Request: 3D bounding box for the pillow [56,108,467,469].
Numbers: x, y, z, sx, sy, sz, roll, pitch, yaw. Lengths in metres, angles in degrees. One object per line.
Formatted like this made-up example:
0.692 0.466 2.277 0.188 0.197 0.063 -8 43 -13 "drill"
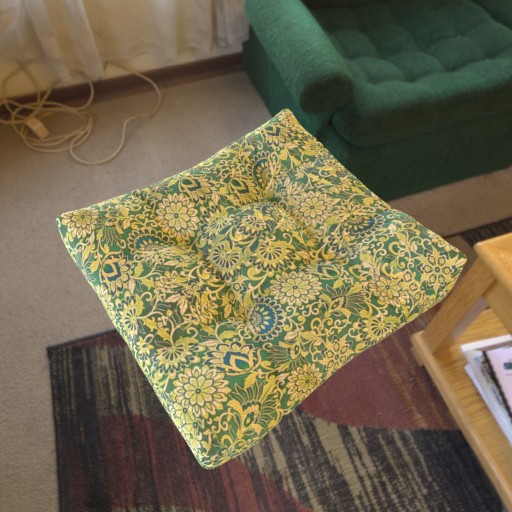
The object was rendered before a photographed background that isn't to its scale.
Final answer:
0.000 0.000 0.728 0.490 0.128 0.468 -31 61 -20 "pillow"
